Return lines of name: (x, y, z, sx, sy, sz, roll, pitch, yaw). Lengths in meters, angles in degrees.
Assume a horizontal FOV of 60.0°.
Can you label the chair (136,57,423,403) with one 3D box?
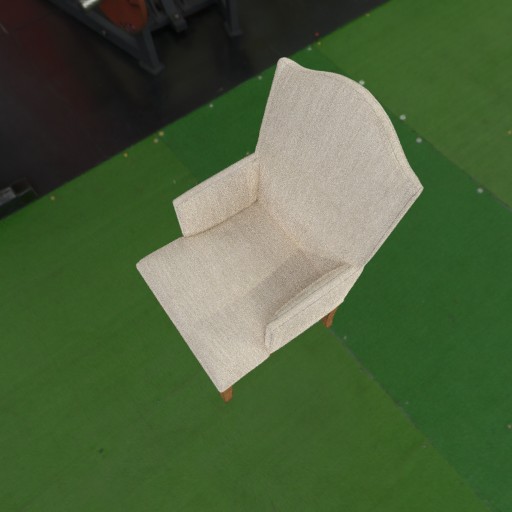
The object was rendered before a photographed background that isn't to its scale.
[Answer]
chair: (0.000, 0.000, 1.390, 0.641, 1.016, 0.533, -33, 69, -15)
